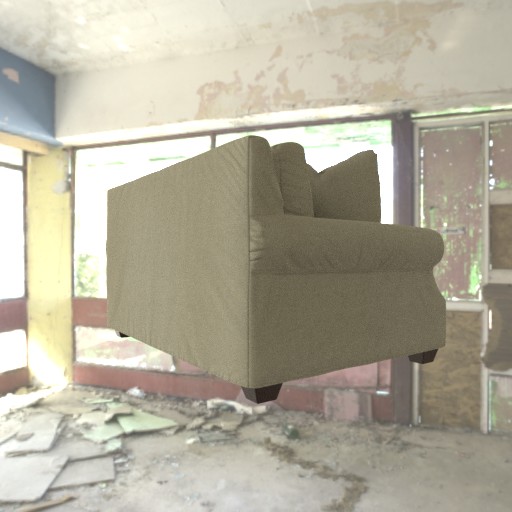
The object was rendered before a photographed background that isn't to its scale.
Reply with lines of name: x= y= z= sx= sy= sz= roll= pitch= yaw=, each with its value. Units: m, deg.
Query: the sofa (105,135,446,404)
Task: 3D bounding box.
sofa: x=0.000 y=0.000 z=2.195 sx=1.070 sy=0.905 sz=1.550 roll=0 pitch=1 yaw=-35
